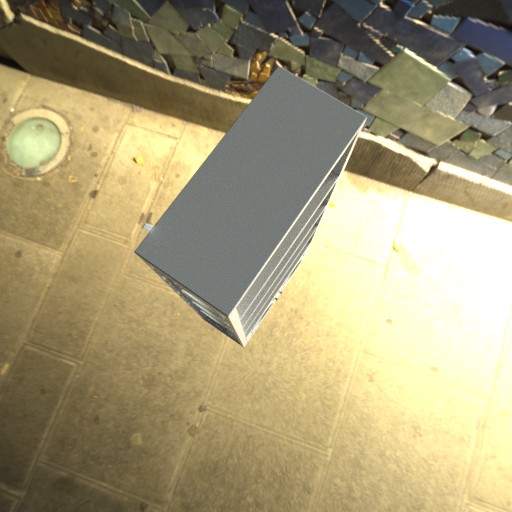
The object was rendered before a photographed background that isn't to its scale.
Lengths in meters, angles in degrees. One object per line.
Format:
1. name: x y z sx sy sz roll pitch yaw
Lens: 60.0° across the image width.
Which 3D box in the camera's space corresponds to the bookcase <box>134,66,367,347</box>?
1. bookcase: 0.000 0.000 2.203 0.361 1.869 0.761 33 78 8
